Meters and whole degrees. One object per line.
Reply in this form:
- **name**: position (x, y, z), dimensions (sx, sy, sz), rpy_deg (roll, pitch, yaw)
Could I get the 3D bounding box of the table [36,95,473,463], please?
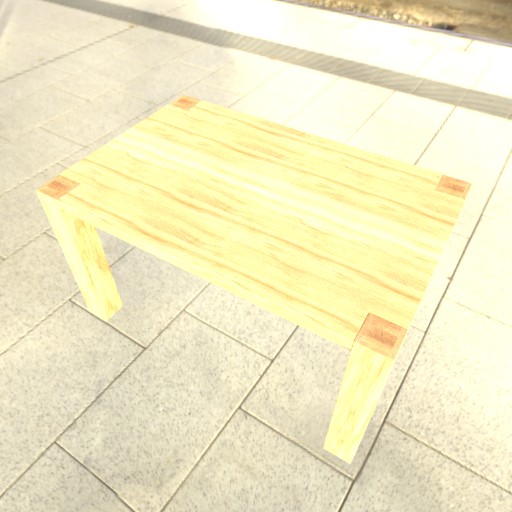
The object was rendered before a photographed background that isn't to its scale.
- **table**: position (0.000, 0.000, 1.955), dimensions (1.400, 0.760, 0.900), rpy_deg (24, 51, 21)
